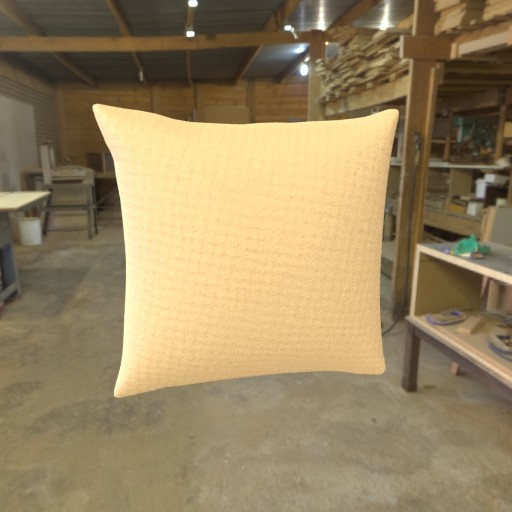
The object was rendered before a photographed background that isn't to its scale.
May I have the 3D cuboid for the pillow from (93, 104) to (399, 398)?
[{"bbox_3d":[0.000,0.000,0.635,0.419,0.407,0.173,-2,14,-9],"label":"pillow"}]
